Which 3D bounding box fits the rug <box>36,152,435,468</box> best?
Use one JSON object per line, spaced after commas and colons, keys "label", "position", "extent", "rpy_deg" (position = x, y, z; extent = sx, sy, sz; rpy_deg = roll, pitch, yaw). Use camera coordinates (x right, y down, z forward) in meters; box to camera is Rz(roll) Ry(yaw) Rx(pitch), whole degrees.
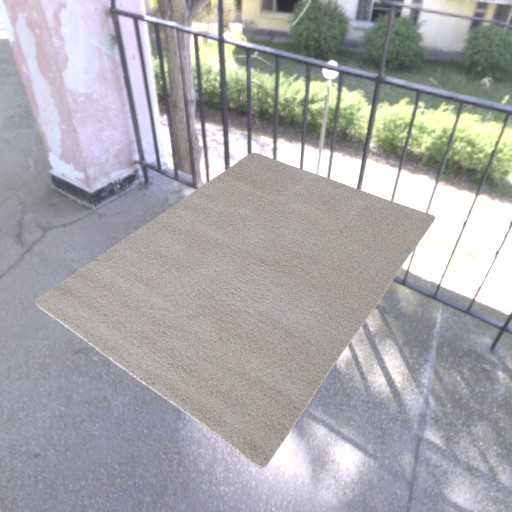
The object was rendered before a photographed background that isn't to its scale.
{"label": "rug", "position": [0.000, 0.000, 2.118], "extent": [1.199, 0.025, 1.600], "rpy_deg": [25, 48, 26]}
